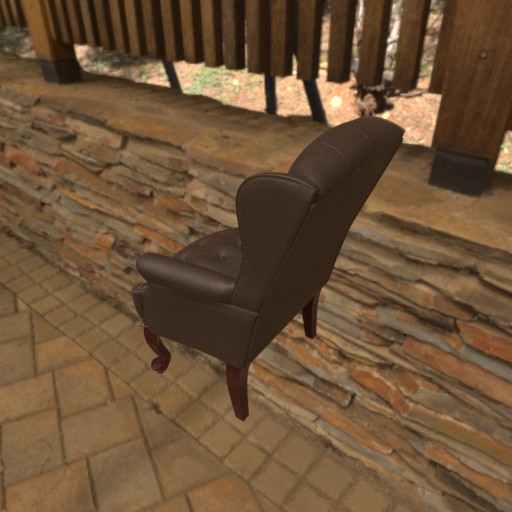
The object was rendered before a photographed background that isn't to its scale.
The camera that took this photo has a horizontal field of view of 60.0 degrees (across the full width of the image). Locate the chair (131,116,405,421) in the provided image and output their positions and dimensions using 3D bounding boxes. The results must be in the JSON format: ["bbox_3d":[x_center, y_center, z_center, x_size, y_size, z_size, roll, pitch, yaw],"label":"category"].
[{"bbox_3d":[0.000,0.000,1.749,0.819,1.132,0.829,20,37,29],"label":"chair"}]
